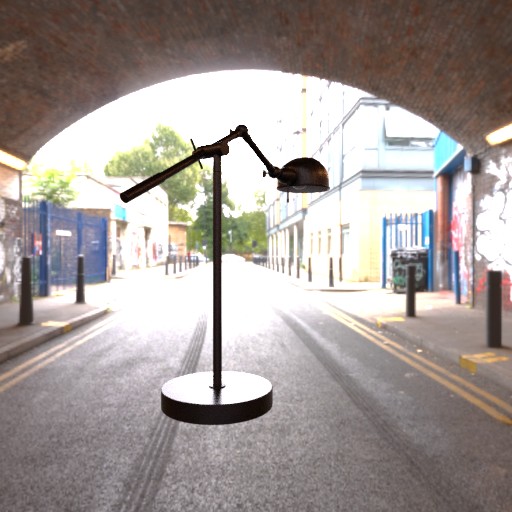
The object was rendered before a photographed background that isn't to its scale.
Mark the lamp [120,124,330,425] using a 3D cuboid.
[{"bbox_3d":[0.000,0.000,0.830,0.185,0.495,0.567,0,0,36],"label":"lamp"}]
